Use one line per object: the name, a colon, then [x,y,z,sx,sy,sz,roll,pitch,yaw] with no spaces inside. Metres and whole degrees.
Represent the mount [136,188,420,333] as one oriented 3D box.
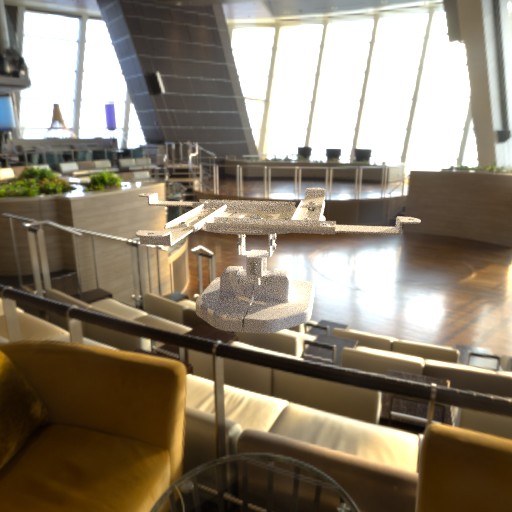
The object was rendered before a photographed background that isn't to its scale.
mount: [0.000,0.000,0.608,0.394,0.141,0.394,3,16,10]
